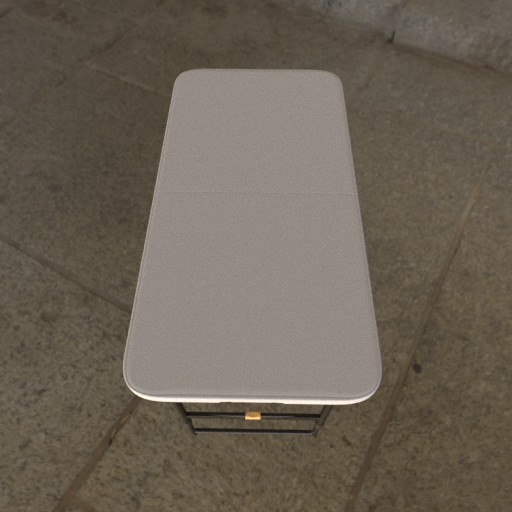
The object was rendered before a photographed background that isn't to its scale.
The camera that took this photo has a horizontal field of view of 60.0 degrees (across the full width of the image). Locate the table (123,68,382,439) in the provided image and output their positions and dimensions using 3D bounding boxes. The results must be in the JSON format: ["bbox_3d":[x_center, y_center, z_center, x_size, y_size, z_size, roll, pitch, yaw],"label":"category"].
[{"bbox_3d":[0.000,0.000,1.643,0.611,0.737,1.245,1,57,1],"label":"table"}]
